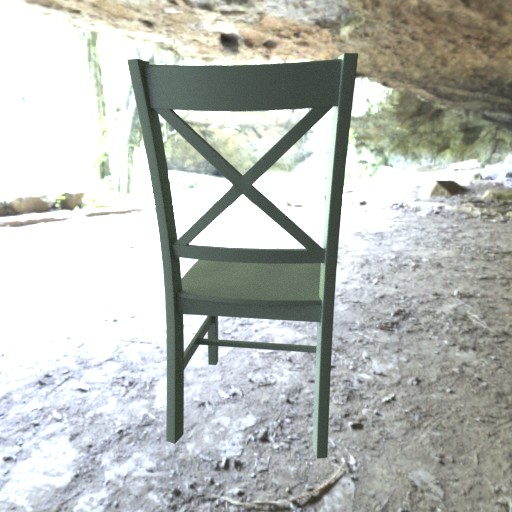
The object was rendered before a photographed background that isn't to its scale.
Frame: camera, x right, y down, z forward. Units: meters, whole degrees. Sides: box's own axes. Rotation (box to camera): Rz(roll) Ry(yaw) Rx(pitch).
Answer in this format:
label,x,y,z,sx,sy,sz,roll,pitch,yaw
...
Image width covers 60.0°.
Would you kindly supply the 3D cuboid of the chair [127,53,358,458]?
label,x,y,z,sx,sy,sz,roll,pitch,yaw
chair,0.000,0.000,1.277,0.485,0.983,0.542,2,15,8
